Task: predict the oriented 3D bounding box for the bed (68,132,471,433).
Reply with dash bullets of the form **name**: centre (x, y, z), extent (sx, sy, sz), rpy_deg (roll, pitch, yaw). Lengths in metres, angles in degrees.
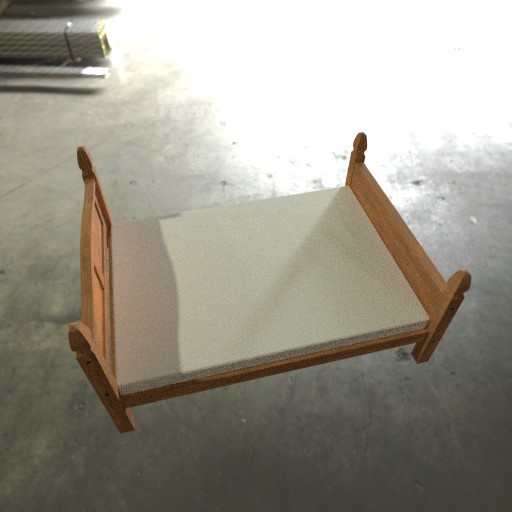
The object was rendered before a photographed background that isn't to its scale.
- **bed**: centre (0.000, 0.000, 2.950), extent (2.069, 1.100, 1.490), rpy_deg (-10, 48, -9)
